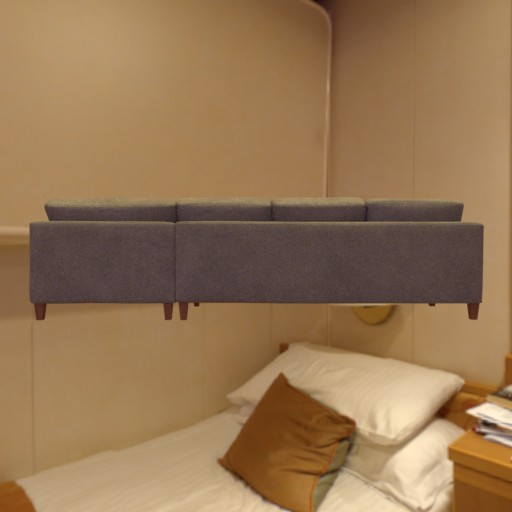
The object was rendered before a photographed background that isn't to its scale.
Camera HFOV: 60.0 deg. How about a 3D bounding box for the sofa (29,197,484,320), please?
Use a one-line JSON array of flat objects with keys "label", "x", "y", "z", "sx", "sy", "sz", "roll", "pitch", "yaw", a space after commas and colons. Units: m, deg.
[{"label": "sofa", "x": 0.000, "y": 0.000, "z": 4.113, "sx": 3.471, "sy": 0.950, "sz": 1.604, "roll": 0, "pitch": 1, "yaw": 0}]
